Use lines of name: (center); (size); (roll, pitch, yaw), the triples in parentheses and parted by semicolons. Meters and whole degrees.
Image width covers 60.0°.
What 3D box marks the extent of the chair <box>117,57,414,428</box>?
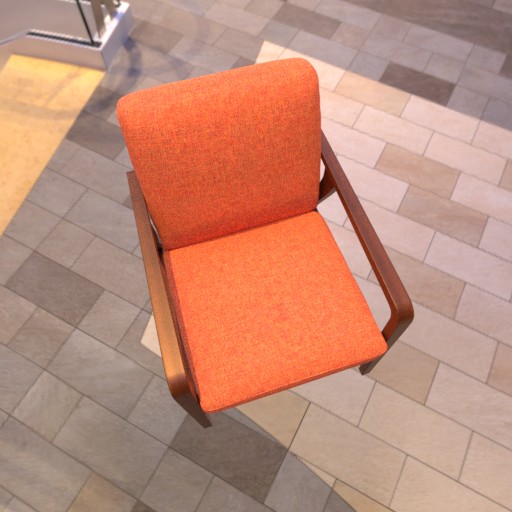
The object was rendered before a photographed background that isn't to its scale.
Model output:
chair: (0.000, 0.000, 1.491); (0.719, 0.890, 0.860); (-16, 64, -8)
